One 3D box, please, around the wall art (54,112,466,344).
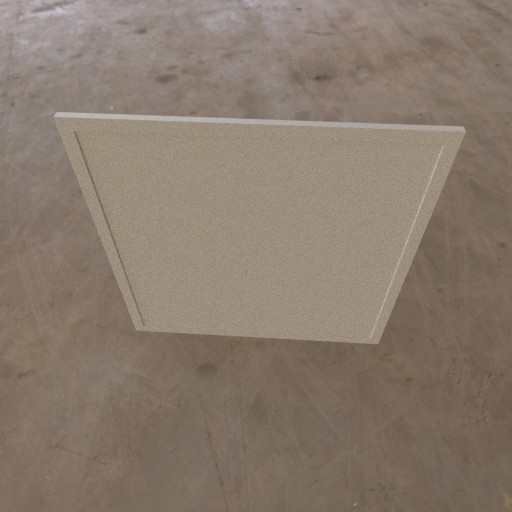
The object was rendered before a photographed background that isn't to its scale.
[{"bbox_3d":[0.000,0.000,0.962,0.660,0.660,0.015,3,49,2],"label":"wall art"}]
